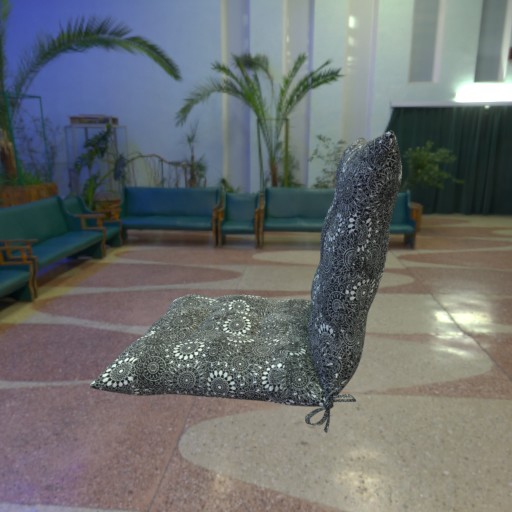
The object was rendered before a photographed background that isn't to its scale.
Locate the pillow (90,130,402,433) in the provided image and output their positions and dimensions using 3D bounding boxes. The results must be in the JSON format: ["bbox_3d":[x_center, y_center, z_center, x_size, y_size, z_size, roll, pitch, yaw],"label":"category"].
[{"bbox_3d":[0.000,0.000,1.014,0.585,0.536,0.541,2,14,8],"label":"pillow"}]
